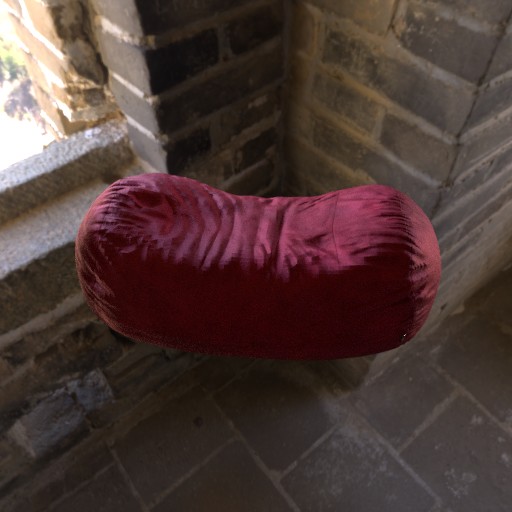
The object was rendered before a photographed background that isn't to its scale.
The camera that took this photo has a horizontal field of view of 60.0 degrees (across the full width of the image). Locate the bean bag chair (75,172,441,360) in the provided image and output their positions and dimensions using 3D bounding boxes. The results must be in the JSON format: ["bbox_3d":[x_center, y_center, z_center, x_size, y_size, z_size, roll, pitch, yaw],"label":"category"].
[{"bbox_3d":[0.000,0.000,2.857,2.293,0.867,1.216,3,47,3],"label":"bean bag chair"}]
